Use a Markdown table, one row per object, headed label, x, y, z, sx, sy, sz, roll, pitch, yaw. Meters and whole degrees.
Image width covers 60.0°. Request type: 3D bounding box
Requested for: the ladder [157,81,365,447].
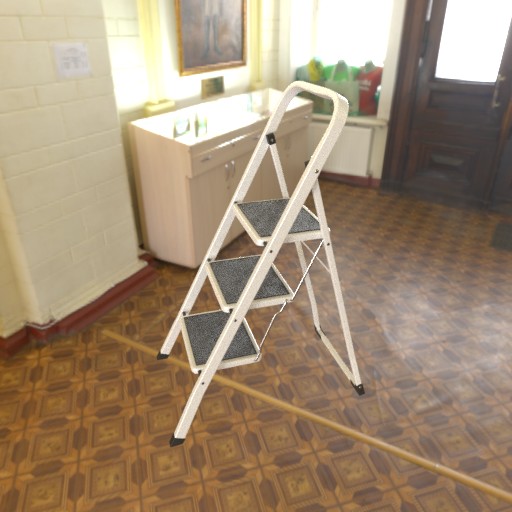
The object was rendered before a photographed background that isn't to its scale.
| label | x | y | z | sx | sy | sz | roll | pitch | yaw |
| --- | --- | --- | --- | --- | --- | --- | --- | --- | --- |
| ladder | 0.000 | 0.000 | 1.463 | 0.711 | 1.050 | 0.460 | -8 | 29 | -15 |
